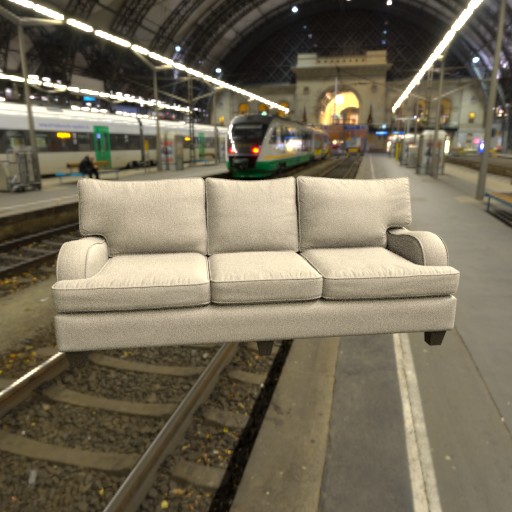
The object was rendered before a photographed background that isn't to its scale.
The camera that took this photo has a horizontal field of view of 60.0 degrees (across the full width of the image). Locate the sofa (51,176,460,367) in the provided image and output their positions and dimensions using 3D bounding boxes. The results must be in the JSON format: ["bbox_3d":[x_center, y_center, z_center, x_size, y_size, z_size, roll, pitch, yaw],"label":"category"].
[{"bbox_3d":[0.000,0.000,2.903,2.323,0.991,1.016,-2,14,-7],"label":"sofa"}]
